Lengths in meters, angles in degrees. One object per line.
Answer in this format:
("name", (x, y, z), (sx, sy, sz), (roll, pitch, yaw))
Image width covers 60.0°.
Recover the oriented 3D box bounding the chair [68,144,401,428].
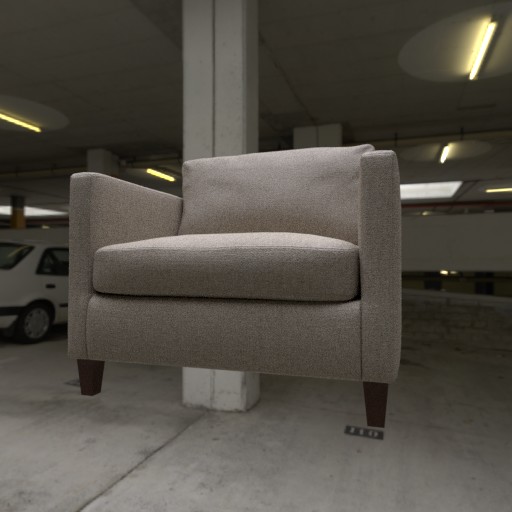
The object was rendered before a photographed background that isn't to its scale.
("chair", (0.000, 0.000, 1.777), (1.107, 0.961, 0.959), (0, -1, 18))
